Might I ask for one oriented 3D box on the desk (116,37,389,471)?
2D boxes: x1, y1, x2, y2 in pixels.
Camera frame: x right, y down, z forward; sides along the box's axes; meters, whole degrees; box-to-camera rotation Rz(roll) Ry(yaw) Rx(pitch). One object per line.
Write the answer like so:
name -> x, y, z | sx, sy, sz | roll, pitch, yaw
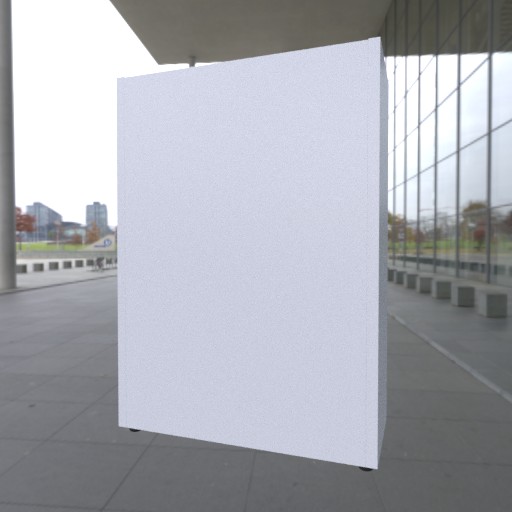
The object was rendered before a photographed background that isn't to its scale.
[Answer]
desk -> 0.000, 0.000, 1.529 | 0.850, 1.190, 0.390 | 0, 1, 20
